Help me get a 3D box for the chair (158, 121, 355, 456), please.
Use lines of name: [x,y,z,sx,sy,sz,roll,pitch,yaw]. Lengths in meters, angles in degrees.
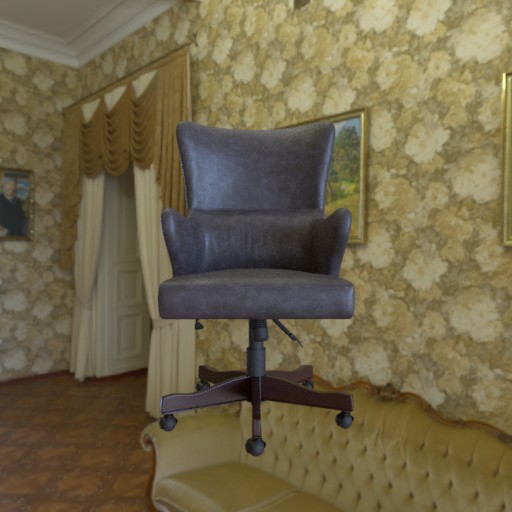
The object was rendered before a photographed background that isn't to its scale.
chair: [0.000,0.000,1.484,0.594,1.037,0.717,0,1,0]
